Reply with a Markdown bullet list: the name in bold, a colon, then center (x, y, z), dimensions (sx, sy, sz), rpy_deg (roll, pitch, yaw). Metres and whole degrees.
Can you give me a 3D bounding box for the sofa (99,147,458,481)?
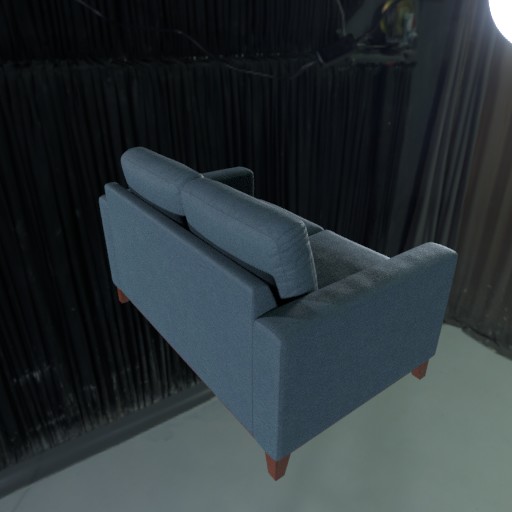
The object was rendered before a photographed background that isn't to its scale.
- **sofa**: center (0.000, 0.000, 2.106), dimensions (0.955, 0.903, 1.489), rpy_deg (-19, 33, -32)
